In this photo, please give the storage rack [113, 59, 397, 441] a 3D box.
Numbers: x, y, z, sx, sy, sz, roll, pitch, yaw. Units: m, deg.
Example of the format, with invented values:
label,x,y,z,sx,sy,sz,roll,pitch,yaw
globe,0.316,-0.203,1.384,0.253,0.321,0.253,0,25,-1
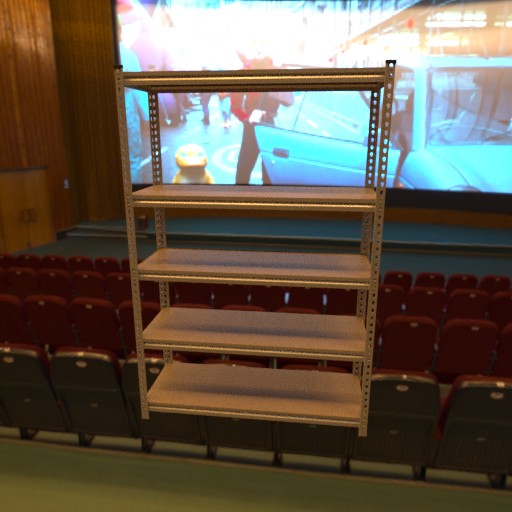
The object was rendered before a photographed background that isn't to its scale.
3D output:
label,x,y,z,sx,sy,sz,roll,pitch,yaw
storage rack,0.000,0.000,2.340,1.219,1.829,0.457,2,16,7
